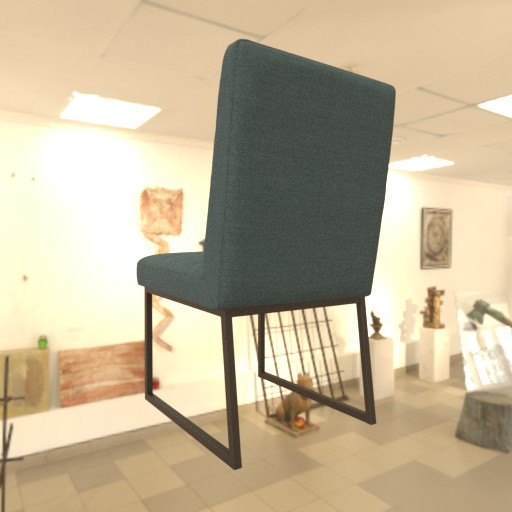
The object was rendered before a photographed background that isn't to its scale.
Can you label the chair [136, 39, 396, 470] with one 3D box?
[{"bbox_3d":[0.000,0.000,1.306,0.520,0.930,0.634,-1,1,-34],"label":"chair"}]
